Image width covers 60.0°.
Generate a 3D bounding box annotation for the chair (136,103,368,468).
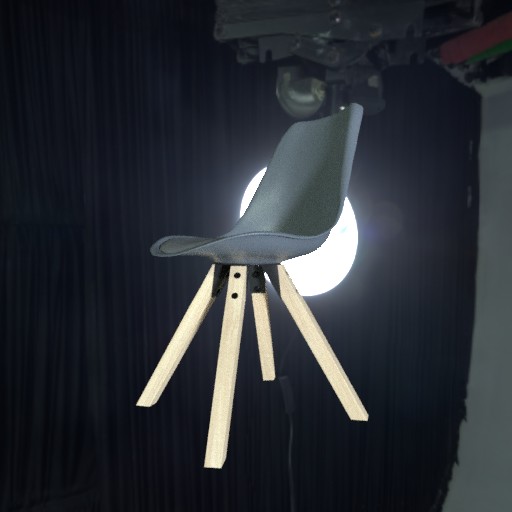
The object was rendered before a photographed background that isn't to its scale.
[{"bbox_3d":[0.000,0.000,1.207,0.550,0.850,0.485,-1,2,-34],"label":"chair"}]
